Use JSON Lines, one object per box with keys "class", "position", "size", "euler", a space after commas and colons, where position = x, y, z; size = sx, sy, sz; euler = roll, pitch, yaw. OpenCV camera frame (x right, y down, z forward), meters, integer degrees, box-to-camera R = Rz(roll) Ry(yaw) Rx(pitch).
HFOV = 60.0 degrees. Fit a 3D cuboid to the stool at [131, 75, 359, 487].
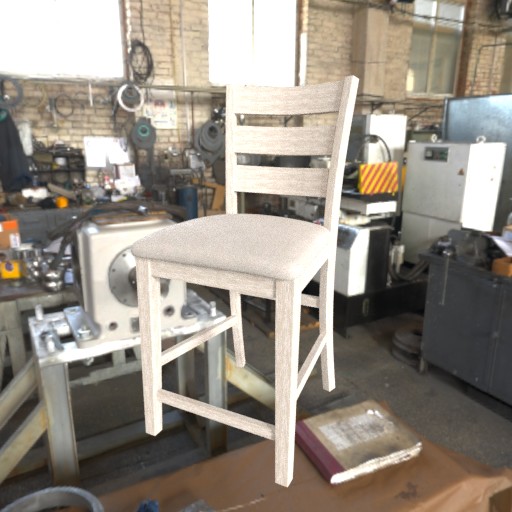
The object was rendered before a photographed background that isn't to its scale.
{"class": "stool", "position": [0.000, 0.000, 1.326], "size": [0.484, 1.032, 0.569], "euler": [8, 17, 27]}
